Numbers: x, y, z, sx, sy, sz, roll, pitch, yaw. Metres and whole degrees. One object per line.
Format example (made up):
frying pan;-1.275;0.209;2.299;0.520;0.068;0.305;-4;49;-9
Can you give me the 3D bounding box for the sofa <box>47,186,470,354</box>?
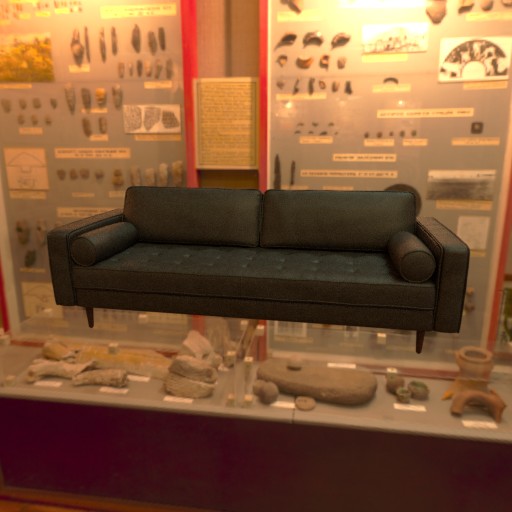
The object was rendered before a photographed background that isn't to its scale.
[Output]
sofa;0.000;0.000;2.679;2.210;0.762;0.914;3;15;10
